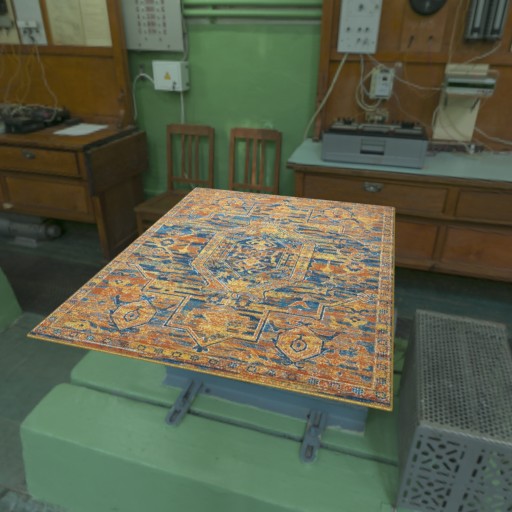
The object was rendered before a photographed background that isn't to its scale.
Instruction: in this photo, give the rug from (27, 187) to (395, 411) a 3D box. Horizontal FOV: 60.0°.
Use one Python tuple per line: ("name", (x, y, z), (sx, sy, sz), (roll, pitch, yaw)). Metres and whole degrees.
("rug", (0.000, 0.000, 4.042), (2.435, 0.031, 3.040), (8, 30, 14))
